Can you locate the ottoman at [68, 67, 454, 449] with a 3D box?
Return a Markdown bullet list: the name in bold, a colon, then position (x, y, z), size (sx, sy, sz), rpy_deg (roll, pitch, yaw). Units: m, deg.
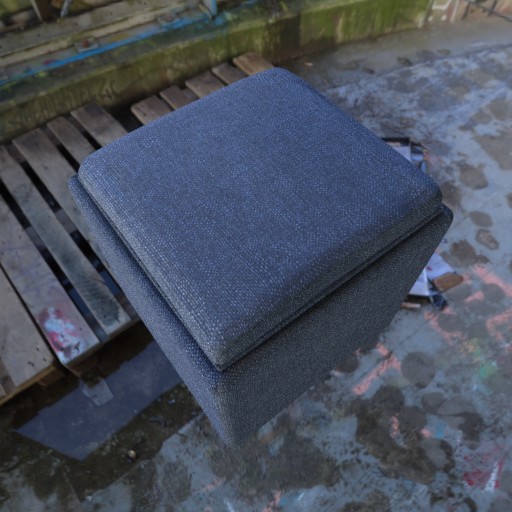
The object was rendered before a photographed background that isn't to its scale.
- **ottoman**: position (0.000, 0.000, 0.843), size (0.454, 0.493, 0.436), rpy_deg (-33, 63, -19)
